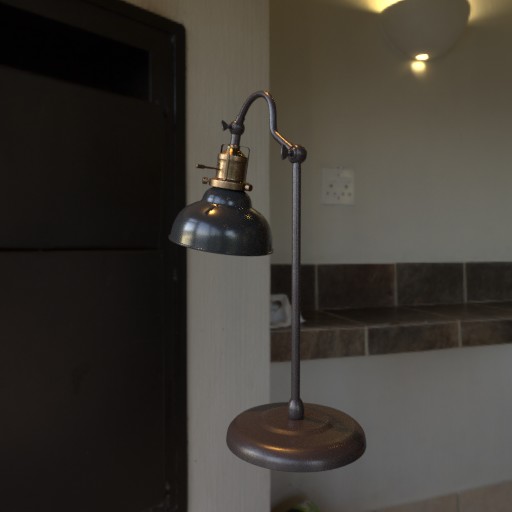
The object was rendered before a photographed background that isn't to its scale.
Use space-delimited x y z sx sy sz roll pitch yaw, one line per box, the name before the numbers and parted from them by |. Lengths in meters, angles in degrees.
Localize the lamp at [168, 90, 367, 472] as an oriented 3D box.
lamp | 0.000 0.000 0.688 0.192 0.508 0.374 0 0 -37
